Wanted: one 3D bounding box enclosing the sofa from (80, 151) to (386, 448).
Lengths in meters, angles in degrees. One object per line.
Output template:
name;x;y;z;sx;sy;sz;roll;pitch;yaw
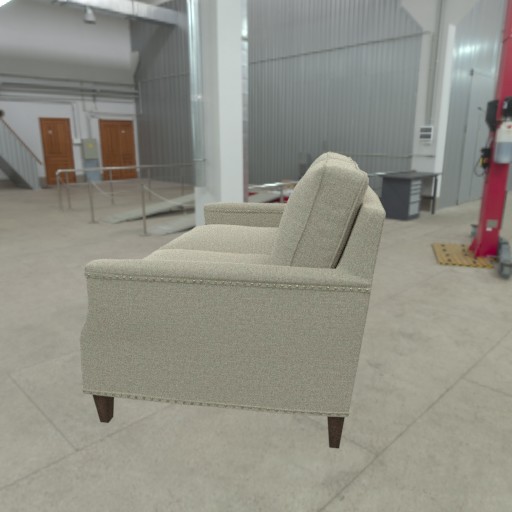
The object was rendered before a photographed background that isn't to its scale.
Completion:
sofa;0.000;0.000;2.236;1.084;1.003;1.597;2;15;9
